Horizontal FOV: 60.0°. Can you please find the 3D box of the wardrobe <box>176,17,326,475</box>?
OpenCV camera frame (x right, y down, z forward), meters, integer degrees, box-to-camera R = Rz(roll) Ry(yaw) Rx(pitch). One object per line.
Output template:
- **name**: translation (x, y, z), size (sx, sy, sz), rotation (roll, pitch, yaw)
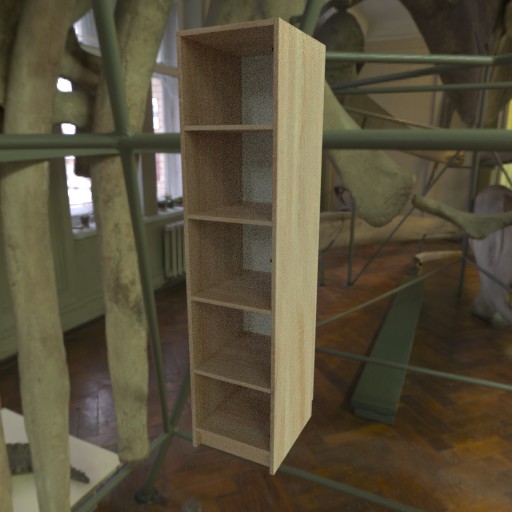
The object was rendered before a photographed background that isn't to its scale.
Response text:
- **wardrobe**: translation (0.000, 0.000, 2.358), size (0.496, 2.117, 0.588), rotation (7, 16, 26)
